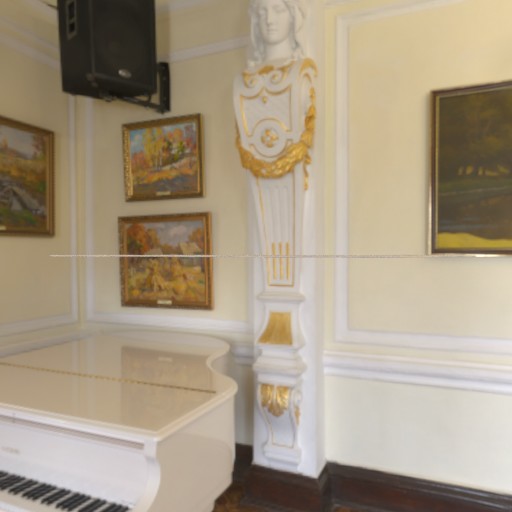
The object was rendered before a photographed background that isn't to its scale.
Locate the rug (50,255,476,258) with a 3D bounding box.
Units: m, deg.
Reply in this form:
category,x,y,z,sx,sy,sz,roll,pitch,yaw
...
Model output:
category,x,y,z,sx,sy,sz,roll,pitch,yaw
rug,0.000,0.000,2.985,2.442,0.016,1.527,0,0,36
